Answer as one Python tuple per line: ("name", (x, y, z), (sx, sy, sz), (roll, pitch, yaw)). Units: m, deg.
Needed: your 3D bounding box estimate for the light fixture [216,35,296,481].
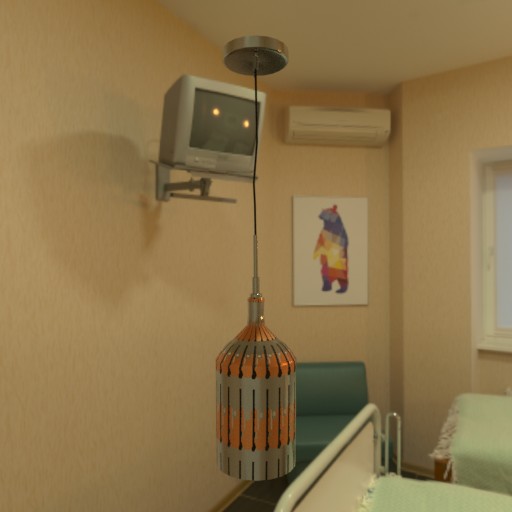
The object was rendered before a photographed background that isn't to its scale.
("light fixture", (0.000, 0.000, 1.666), (0.303, 1.535, 0.303), (0, 0, 0))
